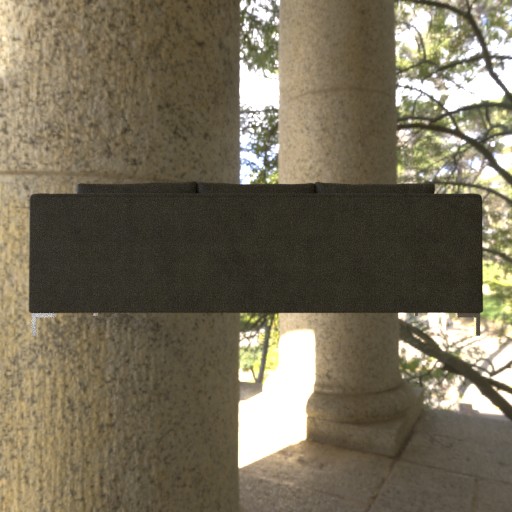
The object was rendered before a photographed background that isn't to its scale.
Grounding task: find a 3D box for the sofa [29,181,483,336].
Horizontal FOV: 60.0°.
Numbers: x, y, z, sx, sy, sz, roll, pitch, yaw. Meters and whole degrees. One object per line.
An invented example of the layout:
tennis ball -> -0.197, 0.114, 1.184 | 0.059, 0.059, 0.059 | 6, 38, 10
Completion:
sofa -> 0.000, 0.000, 2.832 | 2.415, 0.867, 0.969 | 0, -1, 0
